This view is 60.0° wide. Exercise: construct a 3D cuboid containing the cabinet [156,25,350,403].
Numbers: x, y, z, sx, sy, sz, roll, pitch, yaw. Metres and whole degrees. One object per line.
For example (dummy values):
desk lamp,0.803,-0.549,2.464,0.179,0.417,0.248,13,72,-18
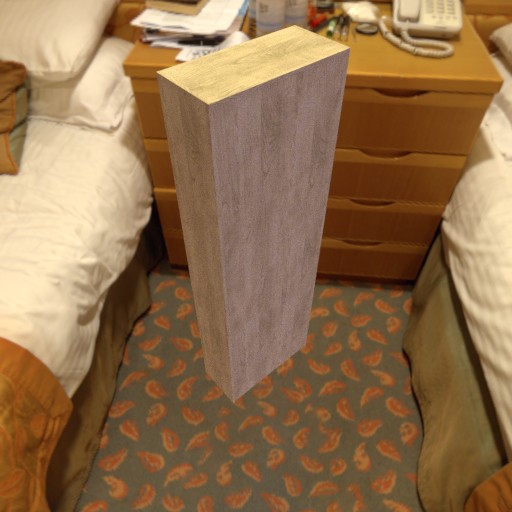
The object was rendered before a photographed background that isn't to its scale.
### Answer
cabinet,0.000,0.000,1.846,0.520,1.630,0.250,-32,55,-27
